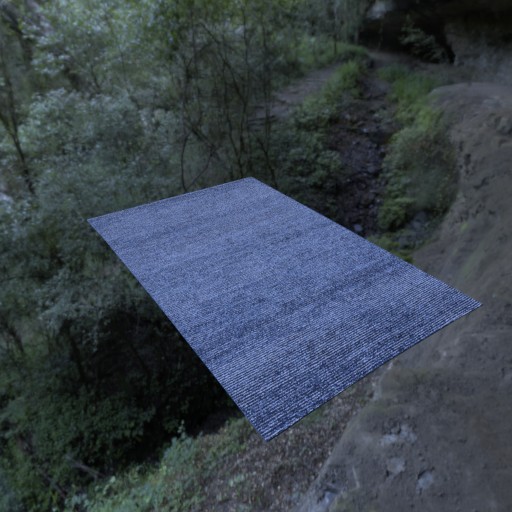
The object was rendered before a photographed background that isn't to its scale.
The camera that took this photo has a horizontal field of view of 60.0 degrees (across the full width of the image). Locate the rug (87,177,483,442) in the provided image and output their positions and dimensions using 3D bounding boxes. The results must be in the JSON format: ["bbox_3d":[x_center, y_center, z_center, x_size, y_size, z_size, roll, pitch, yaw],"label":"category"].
[{"bbox_3d":[0.000,0.000,2.187,1.135,0.010,1.740,-20,37,-29],"label":"rug"}]
